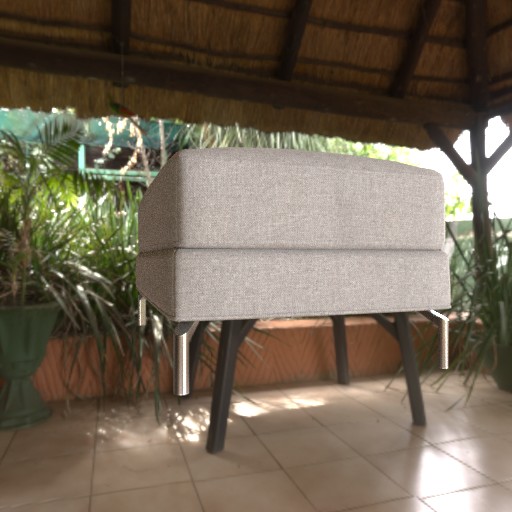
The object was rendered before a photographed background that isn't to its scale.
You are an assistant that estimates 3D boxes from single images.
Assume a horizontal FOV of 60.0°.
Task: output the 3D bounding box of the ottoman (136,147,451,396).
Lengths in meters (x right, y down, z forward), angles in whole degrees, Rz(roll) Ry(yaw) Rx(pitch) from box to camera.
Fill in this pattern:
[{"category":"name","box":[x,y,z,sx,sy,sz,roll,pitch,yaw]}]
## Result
[{"category":"ottoman","box":[0.000,0.000,1.189,0.584,0.457,0.838,0,0,-19]}]
